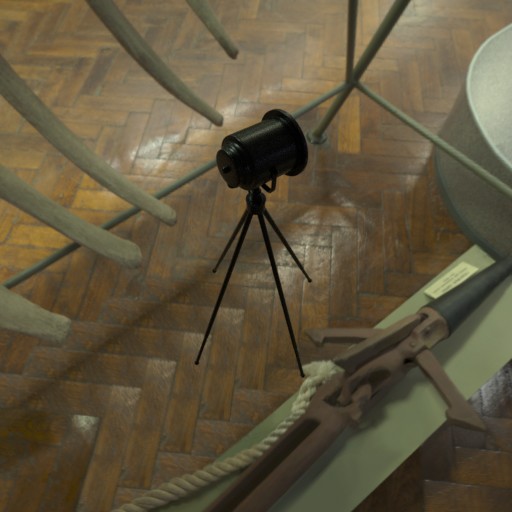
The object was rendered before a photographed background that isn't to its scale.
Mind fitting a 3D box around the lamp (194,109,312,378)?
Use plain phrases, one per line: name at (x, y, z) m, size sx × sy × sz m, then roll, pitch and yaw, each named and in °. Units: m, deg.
lamp at (0.000, 0.000, 2.029) m, size 0.884 × 1.504 × 0.879 m, roll -34°, pitch 65°, yaw -19°
